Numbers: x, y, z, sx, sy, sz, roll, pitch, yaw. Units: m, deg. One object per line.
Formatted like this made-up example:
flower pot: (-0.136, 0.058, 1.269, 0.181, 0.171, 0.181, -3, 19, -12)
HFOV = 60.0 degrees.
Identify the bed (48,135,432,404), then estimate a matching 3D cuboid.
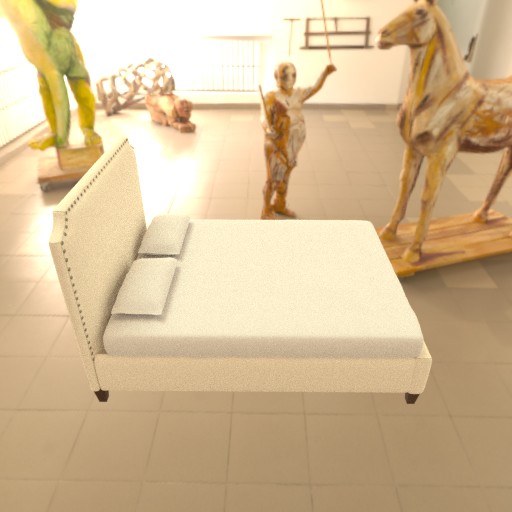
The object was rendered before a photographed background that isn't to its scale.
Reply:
bed: (0.000, 0.000, 3.503, 2.372, 1.497, 1.712, 0, 32, 0)
